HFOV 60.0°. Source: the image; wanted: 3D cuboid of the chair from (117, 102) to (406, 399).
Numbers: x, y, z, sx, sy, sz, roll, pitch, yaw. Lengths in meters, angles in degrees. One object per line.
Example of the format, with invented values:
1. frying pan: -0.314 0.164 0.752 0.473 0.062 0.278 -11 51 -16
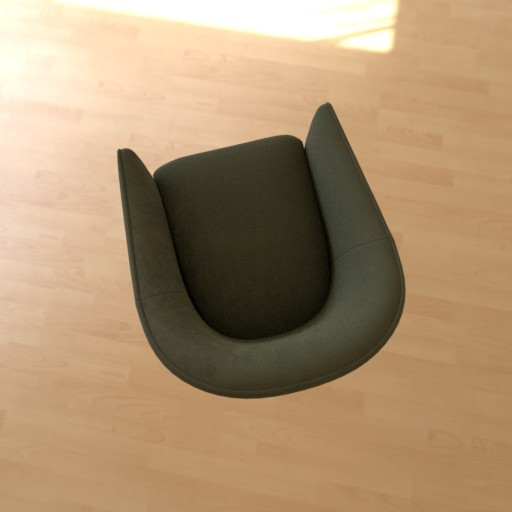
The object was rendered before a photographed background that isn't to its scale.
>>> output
1. chair: 0.000 0.000 1.479 0.747 0.799 0.875 -14 74 -4
